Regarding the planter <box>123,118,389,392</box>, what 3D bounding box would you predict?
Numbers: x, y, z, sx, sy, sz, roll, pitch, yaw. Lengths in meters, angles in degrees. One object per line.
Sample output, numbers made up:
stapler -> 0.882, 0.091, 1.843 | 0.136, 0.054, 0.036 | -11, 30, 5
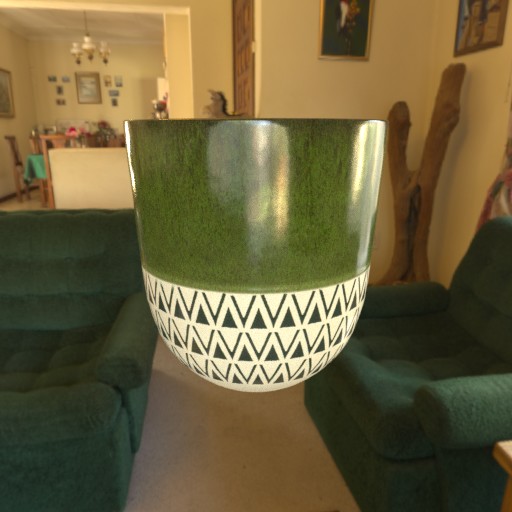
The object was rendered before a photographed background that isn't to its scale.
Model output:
planter -> 0.000, 0.000, 0.462 | 0.245, 0.270, 0.245 | 0, 16, 0
